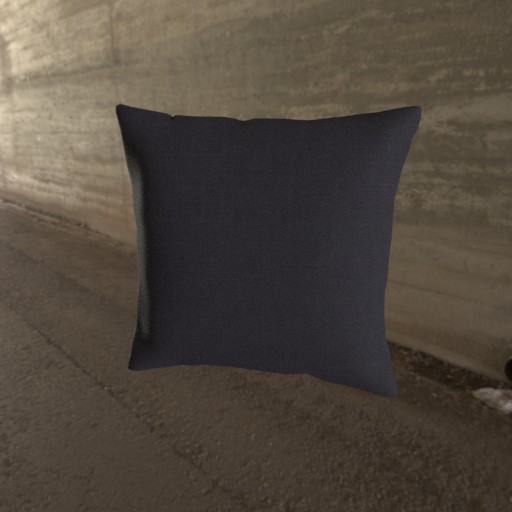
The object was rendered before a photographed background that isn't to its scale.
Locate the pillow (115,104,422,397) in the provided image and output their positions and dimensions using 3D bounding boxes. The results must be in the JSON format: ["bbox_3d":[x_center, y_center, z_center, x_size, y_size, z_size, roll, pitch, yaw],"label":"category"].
[{"bbox_3d":[0.000,0.000,0.656,0.436,0.430,0.138,2,15,9],"label":"pillow"}]
